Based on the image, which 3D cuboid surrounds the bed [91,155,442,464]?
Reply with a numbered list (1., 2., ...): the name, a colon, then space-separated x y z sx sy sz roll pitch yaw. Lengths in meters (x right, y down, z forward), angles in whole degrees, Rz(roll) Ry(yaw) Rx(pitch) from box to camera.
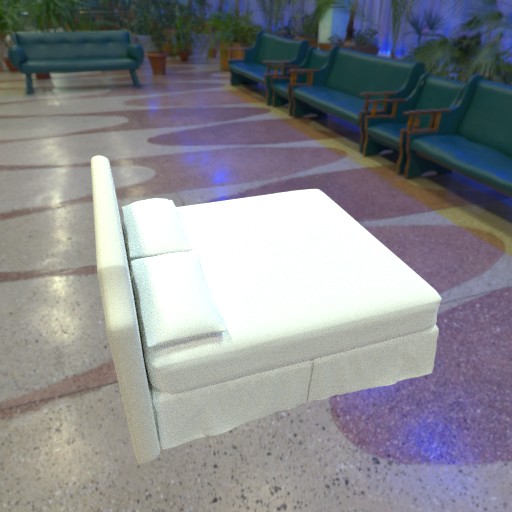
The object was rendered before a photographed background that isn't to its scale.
1. bed: 0.000 0.000 3.460 2.204 1.301 2.160 -10 33 -16
